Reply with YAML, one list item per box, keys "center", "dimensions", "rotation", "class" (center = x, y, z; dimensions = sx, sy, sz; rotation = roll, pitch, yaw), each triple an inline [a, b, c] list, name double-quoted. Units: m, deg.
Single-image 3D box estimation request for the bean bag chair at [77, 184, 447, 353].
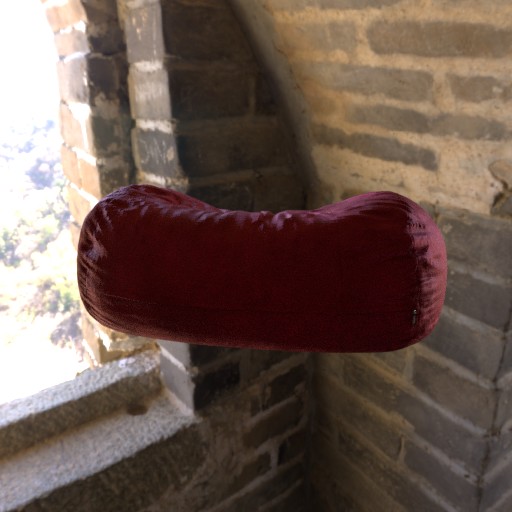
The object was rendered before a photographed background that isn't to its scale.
- center: [0.000, 0.000, 2.826]
  dimensions: [2.293, 0.867, 1.216]
  rotation: [3, 18, 9]
  class: "bean bag chair"
